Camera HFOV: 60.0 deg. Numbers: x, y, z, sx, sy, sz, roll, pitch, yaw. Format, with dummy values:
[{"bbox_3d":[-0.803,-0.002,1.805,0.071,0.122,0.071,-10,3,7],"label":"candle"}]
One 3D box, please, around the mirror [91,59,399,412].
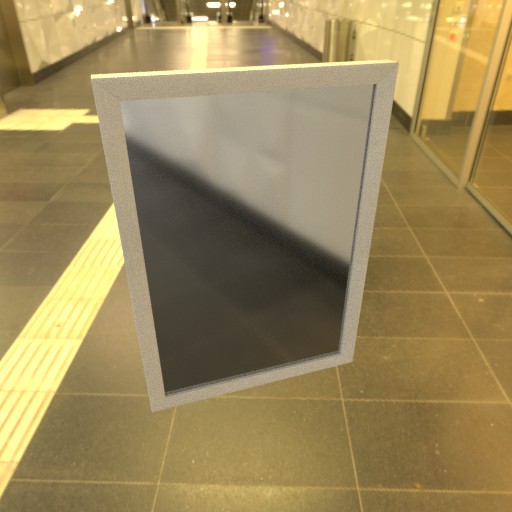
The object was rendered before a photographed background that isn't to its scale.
[{"bbox_3d":[0.000,0.000,0.899,0.507,0.710,0.040,-10,33,-15],"label":"mirror"}]
